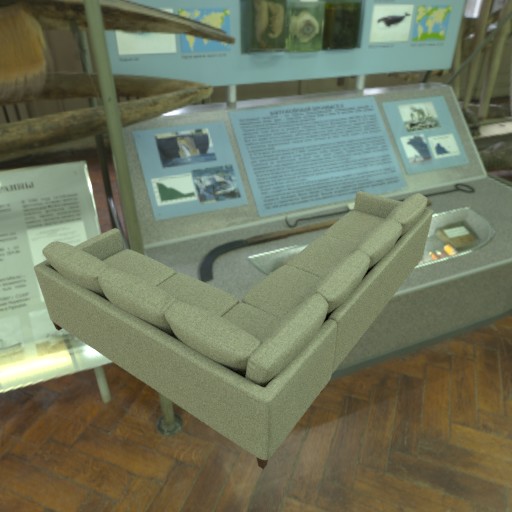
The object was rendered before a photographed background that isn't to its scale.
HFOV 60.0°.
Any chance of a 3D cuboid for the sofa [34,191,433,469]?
[{"bbox_3d":[0.000,0.000,4.554,2.593,0.947,3.302,21,38,30],"label":"sofa"}]
